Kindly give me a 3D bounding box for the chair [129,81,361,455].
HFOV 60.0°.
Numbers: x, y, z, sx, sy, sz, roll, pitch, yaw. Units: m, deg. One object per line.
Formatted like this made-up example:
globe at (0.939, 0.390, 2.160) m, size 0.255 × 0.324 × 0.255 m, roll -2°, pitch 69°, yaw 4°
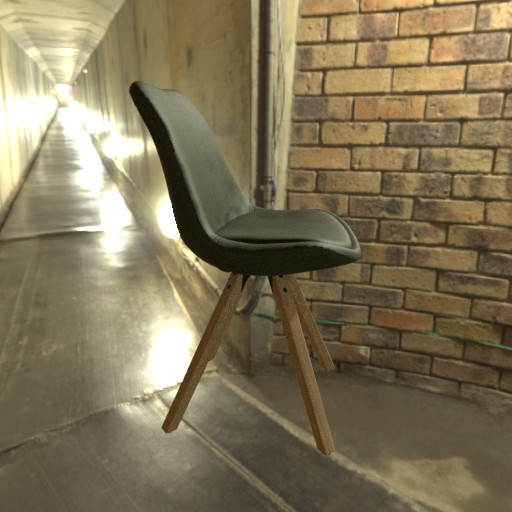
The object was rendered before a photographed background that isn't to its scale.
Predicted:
chair at (0.000, 0.000, 1.192) m, size 0.547 × 0.865 × 0.483 m, roll 3°, pitch 16°, yaw 9°
